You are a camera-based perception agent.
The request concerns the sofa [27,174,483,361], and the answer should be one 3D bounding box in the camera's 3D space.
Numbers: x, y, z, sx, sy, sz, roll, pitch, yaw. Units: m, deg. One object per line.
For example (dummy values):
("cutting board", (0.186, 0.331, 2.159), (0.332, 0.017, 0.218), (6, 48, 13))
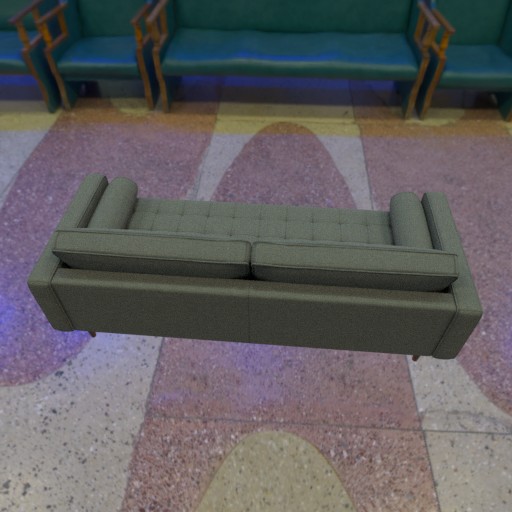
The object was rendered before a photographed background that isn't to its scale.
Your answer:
("sofa", (0.000, 0.000, 2.542), (2.198, 0.762, 0.914), (4, 47, 3))
